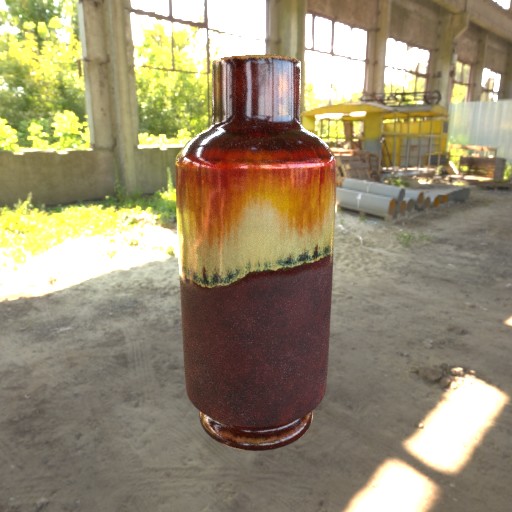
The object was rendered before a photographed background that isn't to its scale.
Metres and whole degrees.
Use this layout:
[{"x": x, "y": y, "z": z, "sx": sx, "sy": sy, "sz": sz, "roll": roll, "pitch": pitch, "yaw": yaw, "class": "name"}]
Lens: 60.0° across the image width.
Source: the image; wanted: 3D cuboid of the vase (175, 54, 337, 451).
[{"x": 0.000, "y": 0.000, "z": 0.322, "sx": 0.111, "sy": 0.261, "sz": 0.111, "roll": 0, "pitch": 15, "yaw": 0, "class": "vase"}]
